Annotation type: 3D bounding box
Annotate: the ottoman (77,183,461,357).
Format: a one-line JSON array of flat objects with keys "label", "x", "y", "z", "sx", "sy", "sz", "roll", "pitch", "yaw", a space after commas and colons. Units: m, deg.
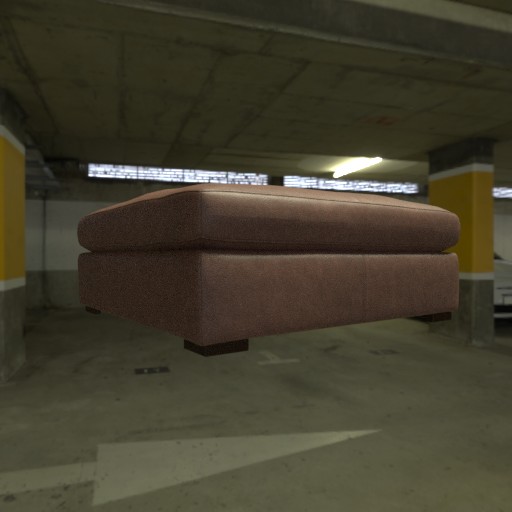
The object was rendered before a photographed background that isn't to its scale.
[{"label": "ottoman", "x": 0.000, "y": 0.000, "z": 1.828, "sx": 1.168, "sy": 0.490, "sz": 1.168, "roll": 0, "pitch": 0, "yaw": -36}]
